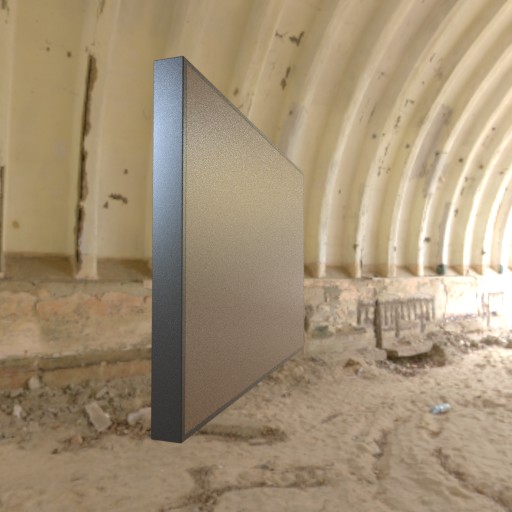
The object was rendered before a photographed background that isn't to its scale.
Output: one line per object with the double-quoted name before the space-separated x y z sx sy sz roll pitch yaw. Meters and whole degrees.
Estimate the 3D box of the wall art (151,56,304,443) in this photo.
"wall art" 0.000 0.000 1.183 0.058 0.640 0.939 -1 -2 18
